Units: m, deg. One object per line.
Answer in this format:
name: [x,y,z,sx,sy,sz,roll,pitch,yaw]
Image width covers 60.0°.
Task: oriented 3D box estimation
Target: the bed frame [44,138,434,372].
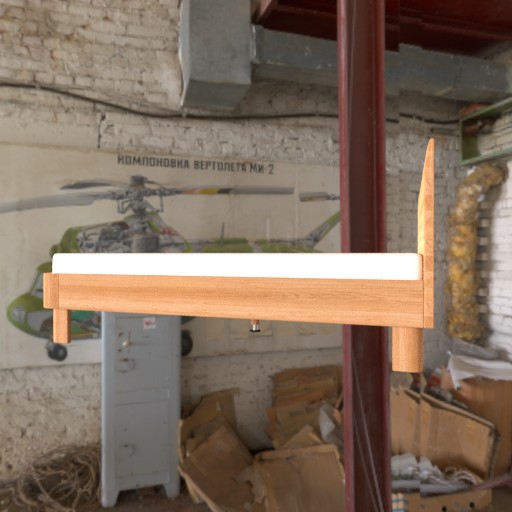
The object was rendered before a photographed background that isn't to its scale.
bed frame: [0.000,0.000,2.763,1.992,0.940,1.472,0,0,19]
